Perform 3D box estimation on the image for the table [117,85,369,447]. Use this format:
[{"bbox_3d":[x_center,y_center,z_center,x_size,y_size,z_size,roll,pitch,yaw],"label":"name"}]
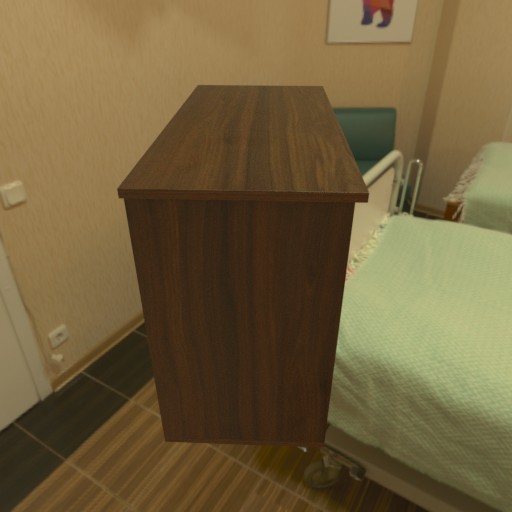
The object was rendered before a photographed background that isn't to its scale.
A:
[{"bbox_3d":[0.000,0.000,1.198,0.390,0.725,0.802,1,32,2],"label":"table"}]
